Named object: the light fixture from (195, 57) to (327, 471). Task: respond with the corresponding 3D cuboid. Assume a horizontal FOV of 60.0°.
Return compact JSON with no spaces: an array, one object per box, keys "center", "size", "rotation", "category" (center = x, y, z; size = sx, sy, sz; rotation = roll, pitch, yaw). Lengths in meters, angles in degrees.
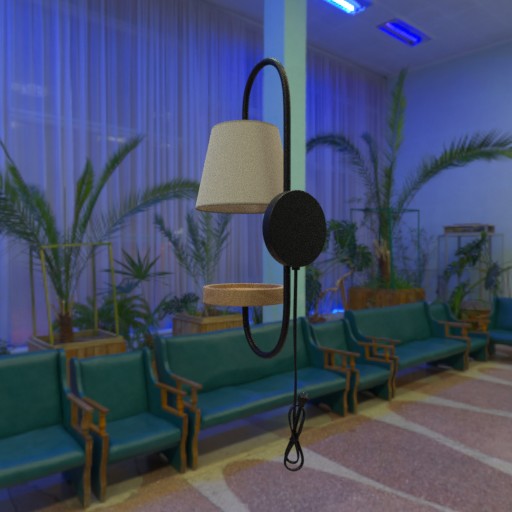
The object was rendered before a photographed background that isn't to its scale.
[{"center":[0.000,0.000,0.951],"size":[0.220,0.821,0.299],"rotation":[0,1,-37],"category":"light fixture"}]
